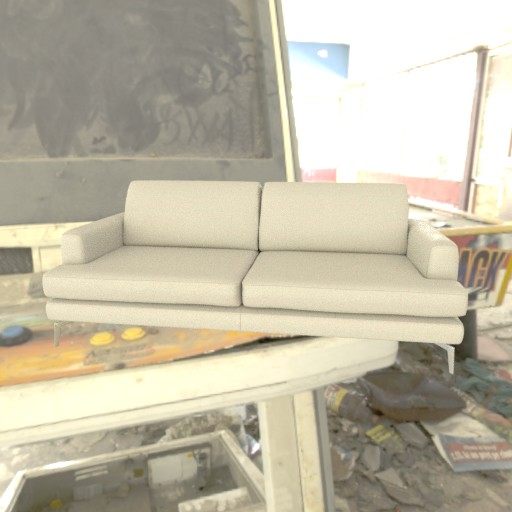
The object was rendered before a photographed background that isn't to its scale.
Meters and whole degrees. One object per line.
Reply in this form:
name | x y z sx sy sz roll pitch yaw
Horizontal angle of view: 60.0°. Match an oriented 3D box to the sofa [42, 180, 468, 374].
sofa | 0.000 0.000 2.420 1.940 0.765 0.974 2 14 8
